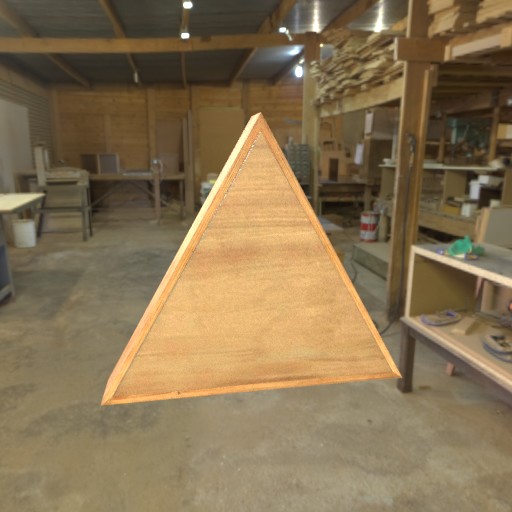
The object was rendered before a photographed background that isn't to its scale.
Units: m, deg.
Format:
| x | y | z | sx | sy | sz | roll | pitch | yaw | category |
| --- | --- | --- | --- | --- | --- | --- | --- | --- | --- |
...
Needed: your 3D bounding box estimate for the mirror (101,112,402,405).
| x | y | z | sx | sy | sz | roll | pitch | yaw | category |
| --- | --- | --- | --- | --- | --- | --- | --- | --- | --- |
| 0.000 | 0.000 | 0.898 | 0.631 | 0.548 | 0.100 | -2 | 14 | -10 | mirror |
